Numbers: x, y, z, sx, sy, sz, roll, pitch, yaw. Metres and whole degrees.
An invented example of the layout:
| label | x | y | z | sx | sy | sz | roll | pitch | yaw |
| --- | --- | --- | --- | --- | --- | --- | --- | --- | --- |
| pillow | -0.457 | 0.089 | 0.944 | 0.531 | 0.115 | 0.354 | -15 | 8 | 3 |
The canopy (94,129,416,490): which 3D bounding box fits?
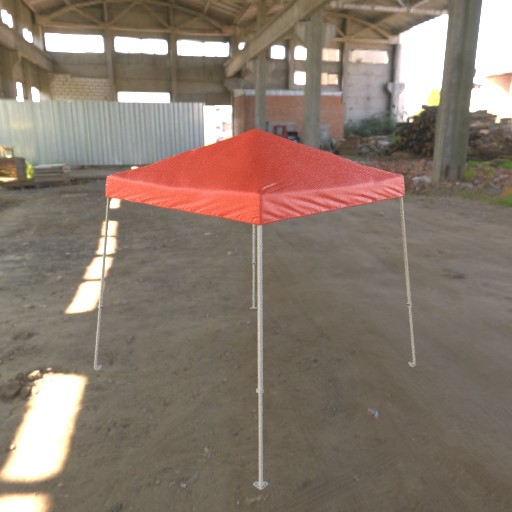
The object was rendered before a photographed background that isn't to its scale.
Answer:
| label | x | y | z | sx | sy | sz | roll | pitch | yaw |
| --- | --- | --- | --- | --- | --- | --- | --- | --- | --- |
| canopy | 0.000 | 0.000 | 5.167 | 2.849 | 2.850 | 2.850 | 14 | 20 | 42 |
